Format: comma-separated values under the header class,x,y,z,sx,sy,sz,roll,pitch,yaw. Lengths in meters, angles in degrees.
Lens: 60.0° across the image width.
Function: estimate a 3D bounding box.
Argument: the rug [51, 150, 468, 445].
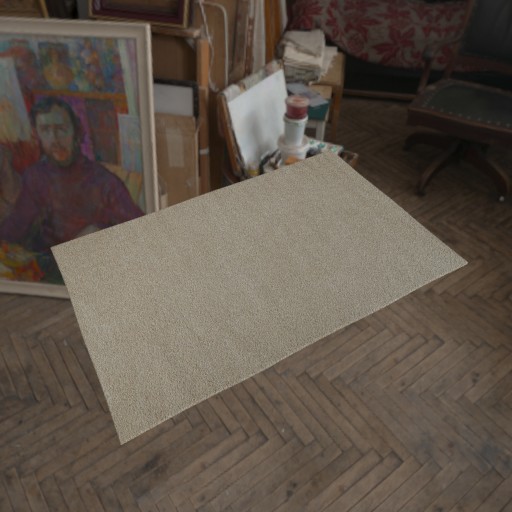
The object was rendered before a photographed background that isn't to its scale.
class,x,y,z,sx,sy,sz,roll,pitch,yaw
rug,0.000,0.000,2.959,2.346,0.025,1.500,-23,51,-20
